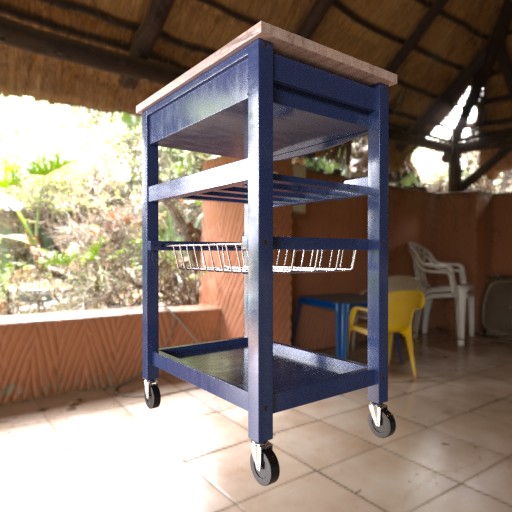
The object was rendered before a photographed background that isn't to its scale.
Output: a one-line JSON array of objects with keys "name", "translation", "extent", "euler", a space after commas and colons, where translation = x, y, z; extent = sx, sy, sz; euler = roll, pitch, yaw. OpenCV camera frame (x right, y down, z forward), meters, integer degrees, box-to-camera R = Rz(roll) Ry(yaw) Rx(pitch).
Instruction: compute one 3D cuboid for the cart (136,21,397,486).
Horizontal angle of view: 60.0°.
[{"name": "cart", "translation": [0.000, 0.000, 1.134], "extent": [0.403, 0.839, 0.584], "euler": [0, 1, -37]}]
